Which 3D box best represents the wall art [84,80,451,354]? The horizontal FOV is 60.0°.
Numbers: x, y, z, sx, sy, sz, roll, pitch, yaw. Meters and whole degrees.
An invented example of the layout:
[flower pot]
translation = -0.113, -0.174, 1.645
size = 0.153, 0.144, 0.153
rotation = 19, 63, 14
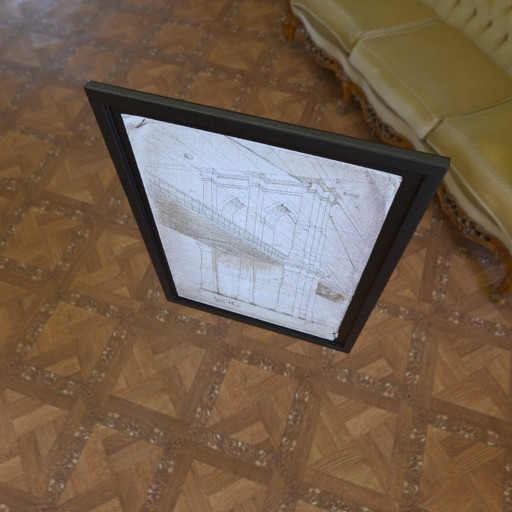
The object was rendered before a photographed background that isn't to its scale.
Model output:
[wall art]
translation = 0.000, 0.000, 0.841
size = 0.480, 0.657, 0.016
rotation = 15, 60, 9
